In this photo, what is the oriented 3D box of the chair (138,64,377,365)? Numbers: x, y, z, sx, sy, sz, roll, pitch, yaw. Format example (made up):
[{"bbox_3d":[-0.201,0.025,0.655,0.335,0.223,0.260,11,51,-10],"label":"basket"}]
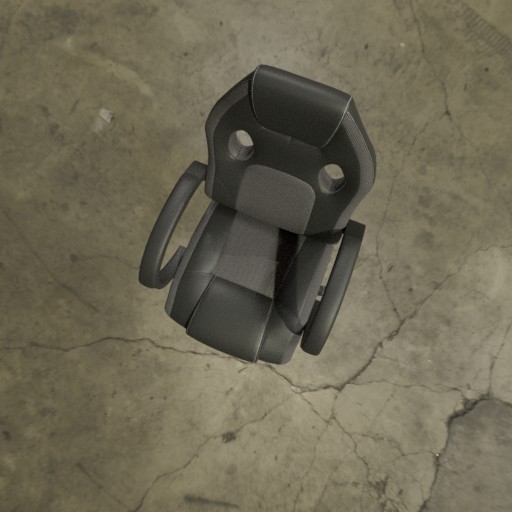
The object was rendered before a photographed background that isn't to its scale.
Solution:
[{"bbox_3d":[0.000,0.000,1.617,0.673,1.187,0.724,22,77,5],"label":"chair"}]
